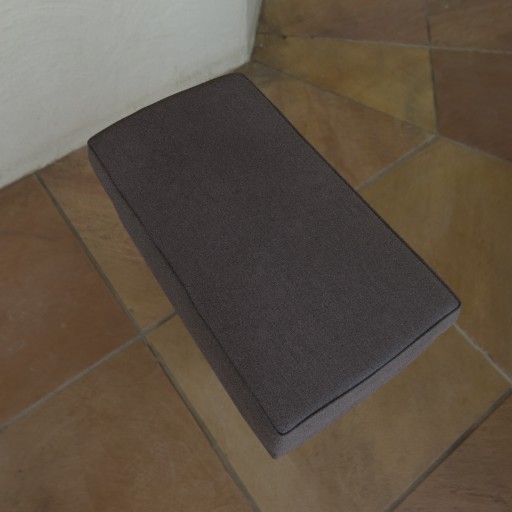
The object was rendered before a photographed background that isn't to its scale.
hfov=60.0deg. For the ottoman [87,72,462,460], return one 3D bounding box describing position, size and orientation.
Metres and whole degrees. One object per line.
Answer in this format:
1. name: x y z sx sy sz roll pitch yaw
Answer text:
1. ottoman: 0.000 0.000 1.150 0.490 0.448 0.864 -31 66 -16
